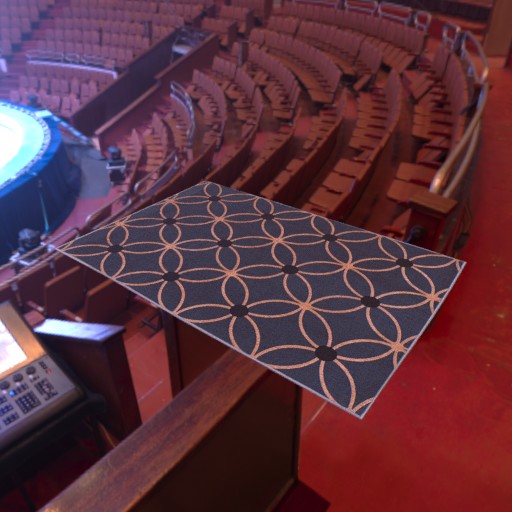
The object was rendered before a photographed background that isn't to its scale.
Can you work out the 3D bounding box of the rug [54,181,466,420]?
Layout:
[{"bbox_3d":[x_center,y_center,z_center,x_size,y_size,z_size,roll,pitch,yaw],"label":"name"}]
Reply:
[{"bbox_3d":[0.000,0.000,2.929,2.284,0.008,1.522,22,38,31],"label":"rug"}]
